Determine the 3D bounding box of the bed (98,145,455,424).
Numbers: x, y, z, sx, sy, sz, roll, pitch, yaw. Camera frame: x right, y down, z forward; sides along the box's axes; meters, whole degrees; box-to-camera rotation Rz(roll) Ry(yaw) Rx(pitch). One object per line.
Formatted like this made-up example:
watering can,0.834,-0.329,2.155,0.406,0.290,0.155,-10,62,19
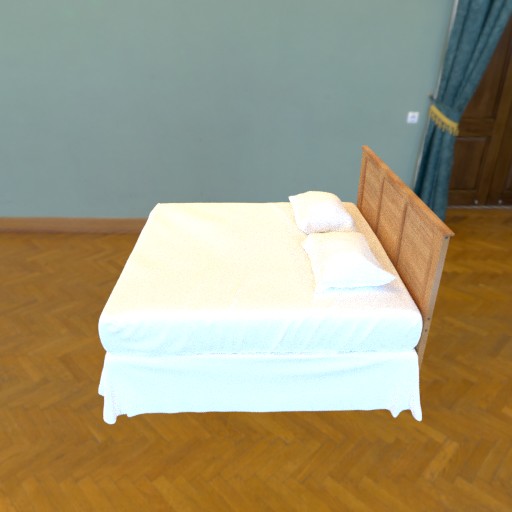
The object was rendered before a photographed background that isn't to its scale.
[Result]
bed,0.000,0.000,3.575,2.215,1.270,2.317,-1,28,-1
